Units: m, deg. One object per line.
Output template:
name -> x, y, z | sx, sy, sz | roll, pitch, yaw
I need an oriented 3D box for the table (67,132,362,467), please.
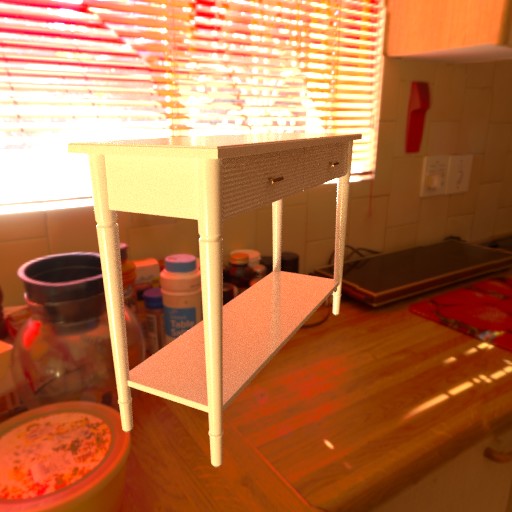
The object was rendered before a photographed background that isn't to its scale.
table -> 0.000, 0.000, 1.439 | 0.381, 0.749, 1.067 | 8, 19, 25
